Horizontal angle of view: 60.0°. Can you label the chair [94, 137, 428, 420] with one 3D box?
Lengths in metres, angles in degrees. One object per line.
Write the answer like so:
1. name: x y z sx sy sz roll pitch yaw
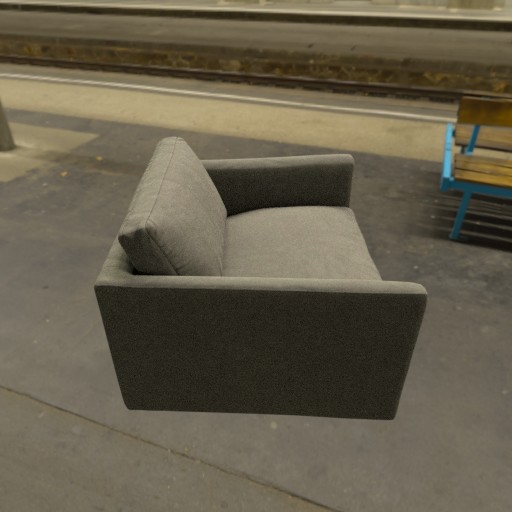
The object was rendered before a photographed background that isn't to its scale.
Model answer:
1. chair: 0.000 0.000 1.975 1.091 0.845 1.190 -1 34 -1
